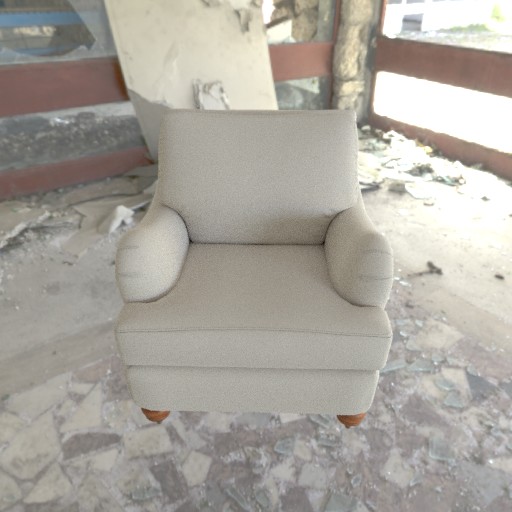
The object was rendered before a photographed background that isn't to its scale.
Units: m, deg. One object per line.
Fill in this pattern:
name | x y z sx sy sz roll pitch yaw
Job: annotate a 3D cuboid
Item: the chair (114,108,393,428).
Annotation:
chair | 0.000 0.000 1.846 0.955 1.038 1.070 1 32 1
